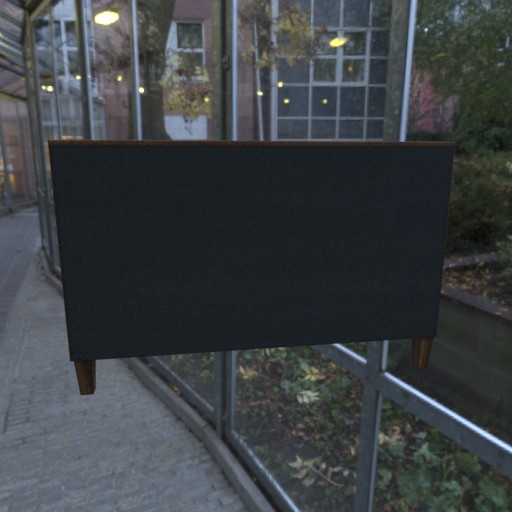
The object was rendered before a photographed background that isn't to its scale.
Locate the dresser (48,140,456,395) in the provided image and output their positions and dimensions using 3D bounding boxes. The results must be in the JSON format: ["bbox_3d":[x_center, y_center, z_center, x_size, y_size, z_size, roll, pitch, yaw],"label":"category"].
[{"bbox_3d":[0.000,0.000,1.799,1.387,0.892,0.438,-2,13,-9],"label":"dresser"}]
